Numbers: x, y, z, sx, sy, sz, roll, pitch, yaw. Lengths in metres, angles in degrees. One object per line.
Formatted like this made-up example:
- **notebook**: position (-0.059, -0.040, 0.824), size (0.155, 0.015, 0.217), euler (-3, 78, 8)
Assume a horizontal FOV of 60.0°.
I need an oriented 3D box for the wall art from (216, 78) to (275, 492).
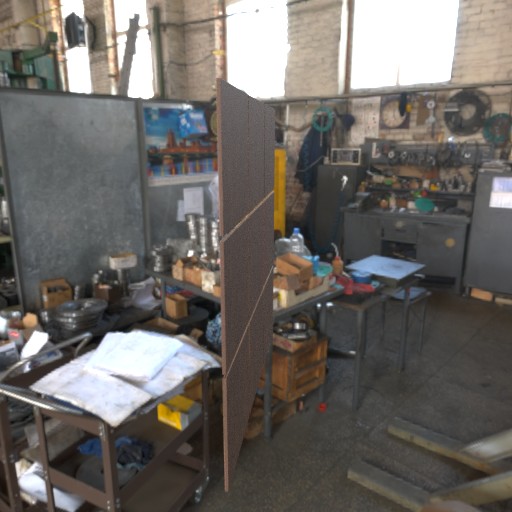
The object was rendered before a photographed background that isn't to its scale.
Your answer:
- **wall art**: position (0.000, 0.000, 2.283), size (0.014, 1.525, 1.527), euler (2, 15, 8)
